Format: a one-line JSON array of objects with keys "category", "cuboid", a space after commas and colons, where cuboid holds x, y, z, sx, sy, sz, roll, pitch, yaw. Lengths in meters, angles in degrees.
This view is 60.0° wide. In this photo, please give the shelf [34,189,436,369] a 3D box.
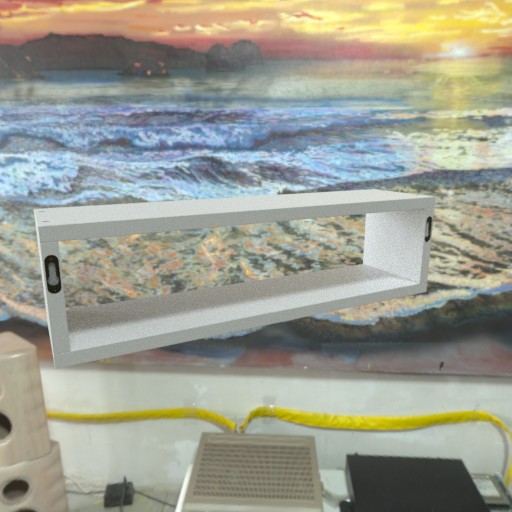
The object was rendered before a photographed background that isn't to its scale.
[{"category": "shelf", "cuboid": [0.000, 0.000, 0.701, 0.610, 0.170, 0.150, -7, 16, -27]}]
